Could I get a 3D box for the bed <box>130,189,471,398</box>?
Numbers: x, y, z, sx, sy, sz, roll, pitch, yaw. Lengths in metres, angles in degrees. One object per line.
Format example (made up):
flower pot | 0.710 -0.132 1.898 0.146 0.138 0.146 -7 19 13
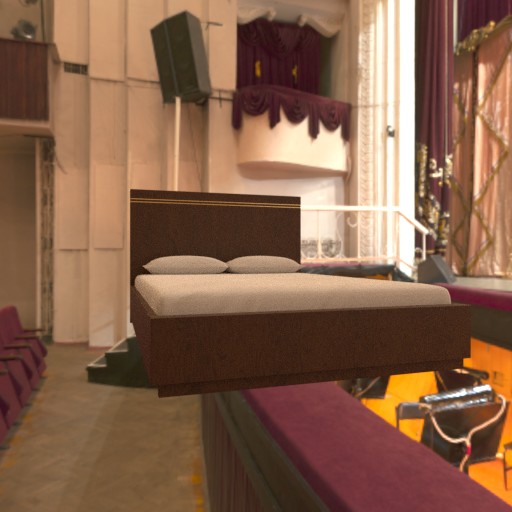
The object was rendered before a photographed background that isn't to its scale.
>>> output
bed | 0.000 0.000 3.097 1.613 1.169 2.221 0 0 -18
